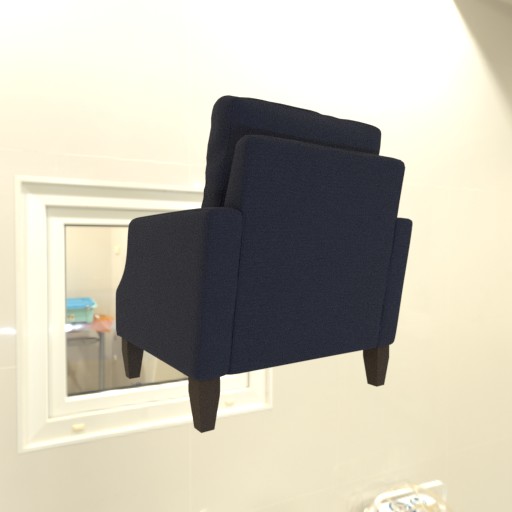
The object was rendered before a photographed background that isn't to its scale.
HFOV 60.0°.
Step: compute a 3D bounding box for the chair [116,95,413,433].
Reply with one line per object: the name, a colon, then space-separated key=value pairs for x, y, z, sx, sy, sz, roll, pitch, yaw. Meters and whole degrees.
chair: x=0.000 y=0.000 z=1.722 sx=0.855 sy=0.991 sz=0.897 roll=-1 pitch=1 yaw=-34
